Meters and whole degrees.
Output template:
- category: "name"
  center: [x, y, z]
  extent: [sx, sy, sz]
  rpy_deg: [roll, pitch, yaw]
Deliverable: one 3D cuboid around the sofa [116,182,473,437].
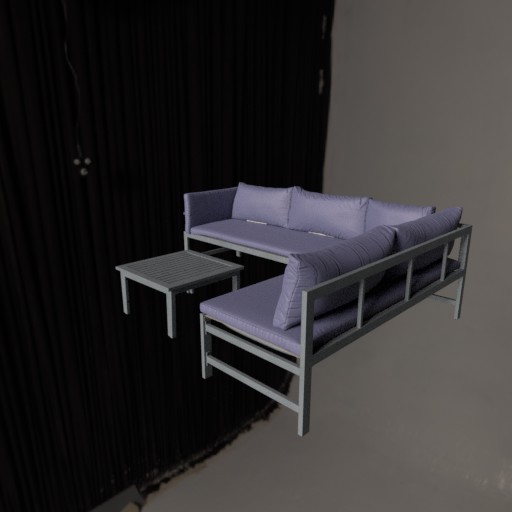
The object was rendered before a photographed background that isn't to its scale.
- category: "sofa"
  center: [0.000, 0.000, 2.981]
  extent: [2.149, 0.762, 1.658]
  rpy_deg: [15, 22, 42]
